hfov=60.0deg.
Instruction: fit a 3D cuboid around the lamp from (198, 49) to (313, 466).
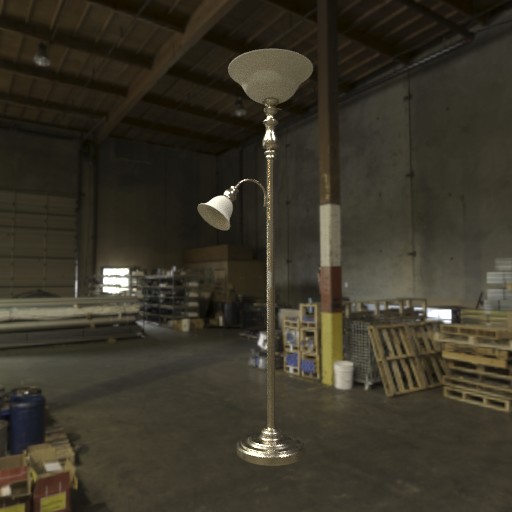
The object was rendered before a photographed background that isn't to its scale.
[{"bbox_3d":[0.000,0.000,2.027,0.575,1.785,0.405,2,-4,-35],"label":"lamp"}]
